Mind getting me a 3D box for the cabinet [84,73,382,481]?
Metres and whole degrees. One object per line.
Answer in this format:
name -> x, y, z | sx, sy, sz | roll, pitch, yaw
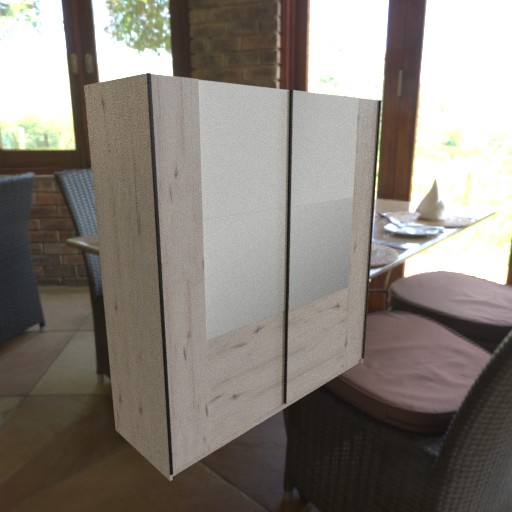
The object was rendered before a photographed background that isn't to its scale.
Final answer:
cabinet -> 0.000, 0.000, 3.159 | 2.000, 2.180, 0.660 | -14, 20, -43
